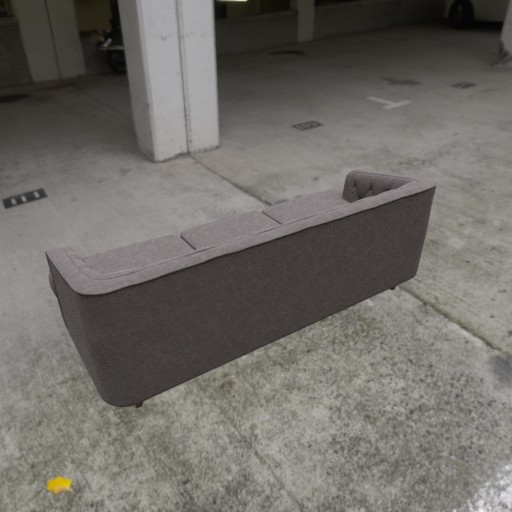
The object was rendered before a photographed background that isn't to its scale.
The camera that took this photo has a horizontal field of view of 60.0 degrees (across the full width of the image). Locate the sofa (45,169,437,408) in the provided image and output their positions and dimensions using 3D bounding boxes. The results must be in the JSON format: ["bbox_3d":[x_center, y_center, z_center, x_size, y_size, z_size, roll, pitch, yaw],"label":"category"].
[{"bbox_3d":[0.000,0.000,2.722,2.247,0.806,0.917,-19,36,-28],"label":"sofa"}]
